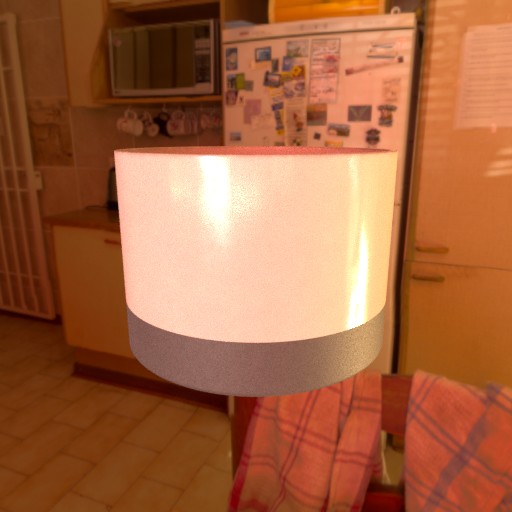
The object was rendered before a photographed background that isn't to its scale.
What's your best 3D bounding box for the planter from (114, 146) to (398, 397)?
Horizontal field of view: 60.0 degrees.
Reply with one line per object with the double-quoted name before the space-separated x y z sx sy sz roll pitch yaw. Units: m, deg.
"planter" 0.000 0.000 0.223 0.128 0.105 0.128 0 15 0
